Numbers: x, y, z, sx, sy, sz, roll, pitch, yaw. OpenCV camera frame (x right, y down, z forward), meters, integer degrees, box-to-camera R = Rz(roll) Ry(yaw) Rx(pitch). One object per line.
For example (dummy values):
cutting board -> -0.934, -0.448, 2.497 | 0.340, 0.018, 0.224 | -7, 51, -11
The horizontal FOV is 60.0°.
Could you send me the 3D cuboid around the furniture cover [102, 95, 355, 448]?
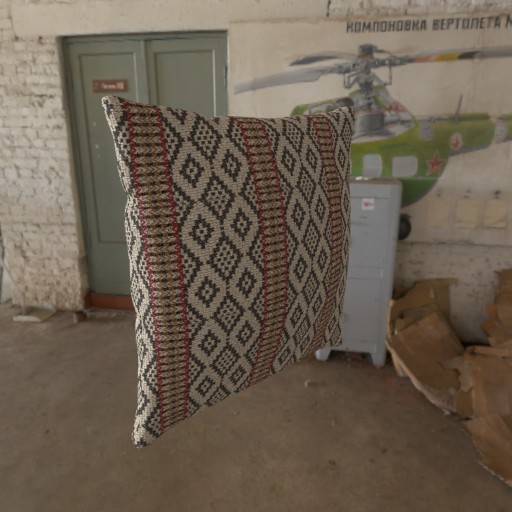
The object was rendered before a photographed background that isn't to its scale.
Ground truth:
furniture cover -> 0.000, 0.000, 0.766 | 0.503, 0.506, 0.182 | -14, 21, -41
